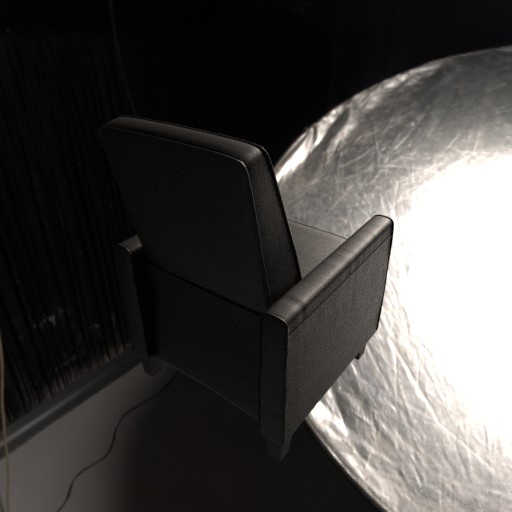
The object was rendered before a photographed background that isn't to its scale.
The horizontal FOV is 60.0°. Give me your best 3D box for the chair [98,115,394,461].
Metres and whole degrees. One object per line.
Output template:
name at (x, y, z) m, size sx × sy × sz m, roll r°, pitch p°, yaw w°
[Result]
chair at (0.000, 0.000, 1.542) m, size 0.705 × 1.013 × 0.746 m, roll 21°, pitch 36°, yaw 32°
